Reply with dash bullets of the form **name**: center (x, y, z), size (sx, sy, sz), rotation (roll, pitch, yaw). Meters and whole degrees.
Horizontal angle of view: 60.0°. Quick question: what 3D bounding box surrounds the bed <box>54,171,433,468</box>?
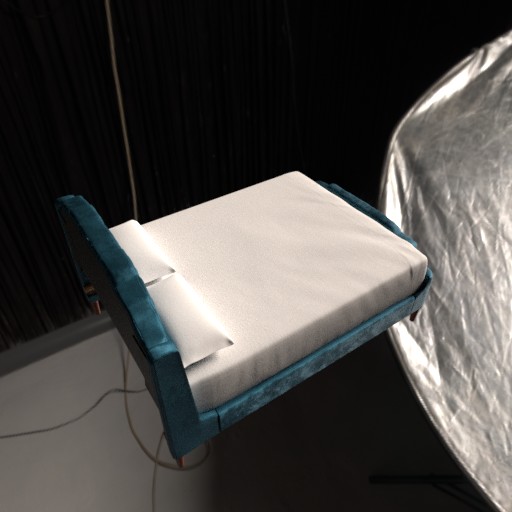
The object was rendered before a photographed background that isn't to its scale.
- **bed**: center (0.000, 0.000, 3.382), size (2.322, 1.338, 1.678), rotation (-24, 46, -25)
